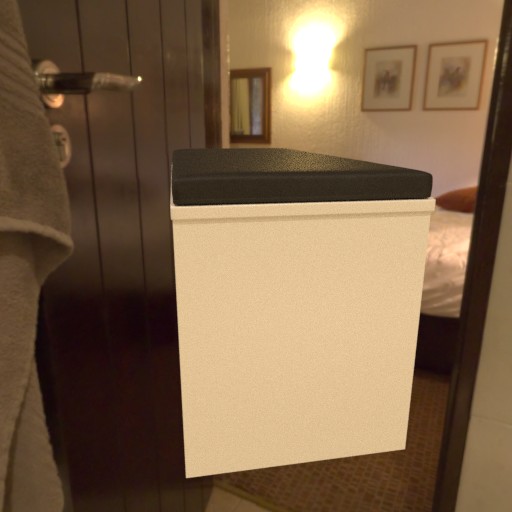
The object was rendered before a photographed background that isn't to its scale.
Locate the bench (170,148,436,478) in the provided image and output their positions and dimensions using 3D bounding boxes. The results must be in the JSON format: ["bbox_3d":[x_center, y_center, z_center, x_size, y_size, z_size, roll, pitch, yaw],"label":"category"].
[{"bbox_3d":[0.000,0.000,1.124,0.401,0.500,0.899,-3,16,-10],"label":"bench"}]
